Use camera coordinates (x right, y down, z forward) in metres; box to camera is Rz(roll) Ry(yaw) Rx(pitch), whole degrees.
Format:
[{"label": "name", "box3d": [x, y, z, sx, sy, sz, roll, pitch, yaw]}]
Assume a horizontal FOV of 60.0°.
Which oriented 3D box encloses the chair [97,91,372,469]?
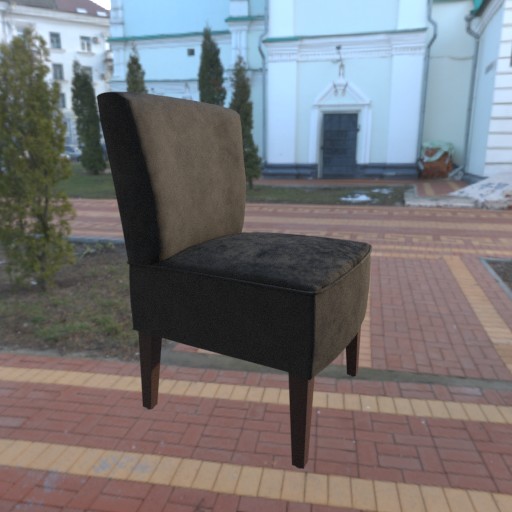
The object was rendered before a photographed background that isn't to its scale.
[{"label": "chair", "box3d": [0.000, 0.000, 1.165, 0.554, 0.806, 0.521, 7, 15, 26]}]
